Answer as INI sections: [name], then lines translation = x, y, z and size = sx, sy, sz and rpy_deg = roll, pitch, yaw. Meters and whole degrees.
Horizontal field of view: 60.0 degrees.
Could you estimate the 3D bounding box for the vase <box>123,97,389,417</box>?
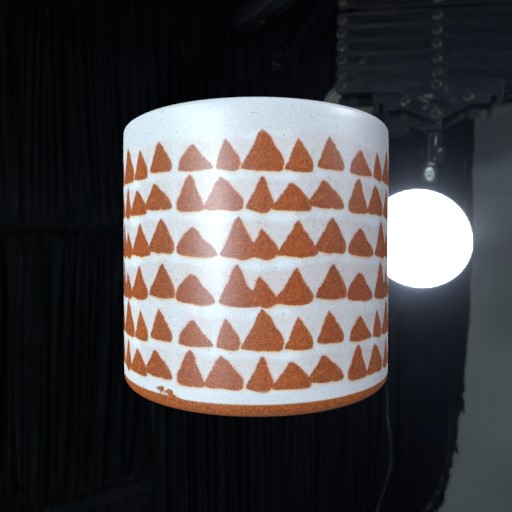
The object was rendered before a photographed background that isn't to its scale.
[vase]
translation = 0.000, 0.000, 0.239
size = 0.137, 0.127, 0.137
rpy_deg = 0, 1, 0
